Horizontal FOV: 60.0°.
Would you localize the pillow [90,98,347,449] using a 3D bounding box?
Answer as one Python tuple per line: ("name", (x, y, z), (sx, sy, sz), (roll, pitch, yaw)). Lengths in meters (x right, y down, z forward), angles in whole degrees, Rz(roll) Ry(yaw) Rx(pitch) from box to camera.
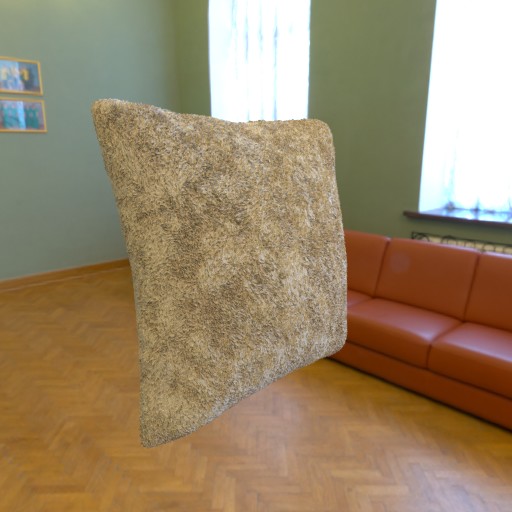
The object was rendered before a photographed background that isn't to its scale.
("pillow", (0.000, 0.000, 0.806), (0.218, 0.515, 0.529), (13, 19, 42))
